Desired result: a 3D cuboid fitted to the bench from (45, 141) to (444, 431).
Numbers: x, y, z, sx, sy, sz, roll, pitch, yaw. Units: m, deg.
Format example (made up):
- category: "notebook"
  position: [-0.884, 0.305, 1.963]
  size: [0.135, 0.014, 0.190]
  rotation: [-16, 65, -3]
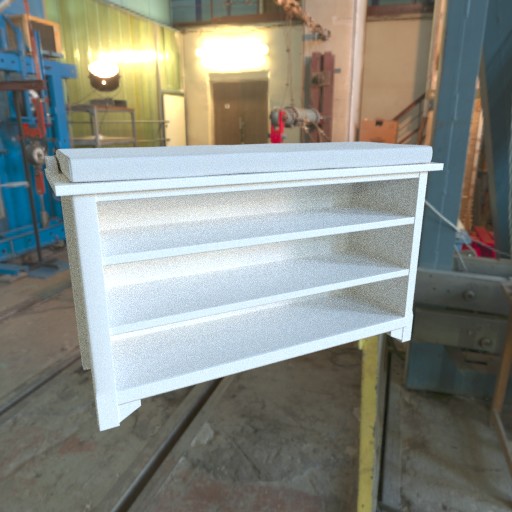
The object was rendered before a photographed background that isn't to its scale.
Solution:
- category: "bench"
  position: [0.000, 0.000, 1.227]
  size: [0.987, 0.589, 0.346]
  rotation: [-8, 19, -26]
